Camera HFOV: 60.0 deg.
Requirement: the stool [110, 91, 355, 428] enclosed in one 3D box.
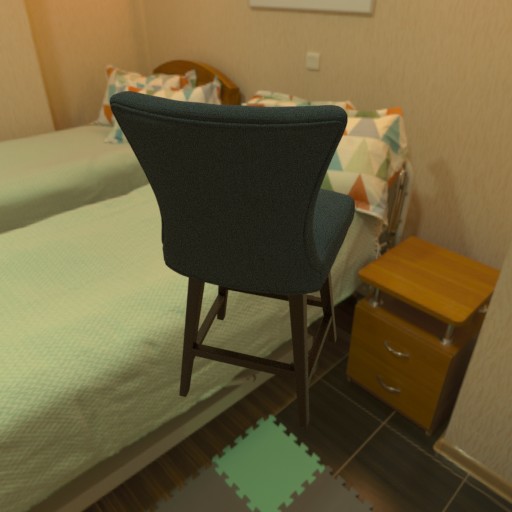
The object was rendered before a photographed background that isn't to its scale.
[{"bbox_3d":[0.000,0.000,1.331,0.514,1.000,0.574,9,33,15],"label":"stool"}]
